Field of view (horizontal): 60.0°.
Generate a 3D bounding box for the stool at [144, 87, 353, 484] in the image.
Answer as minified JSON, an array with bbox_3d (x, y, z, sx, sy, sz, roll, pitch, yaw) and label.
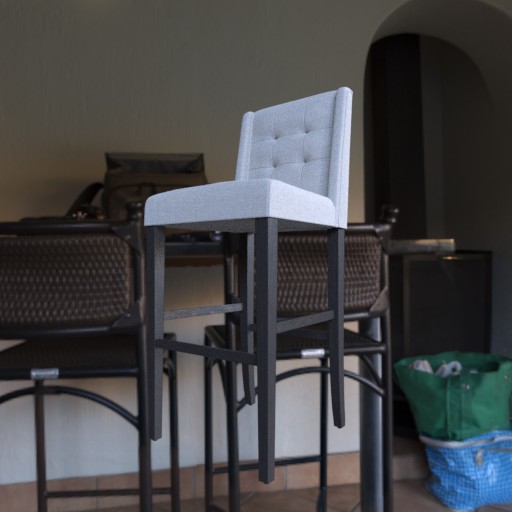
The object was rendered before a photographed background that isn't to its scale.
[{"bbox_3d":[0.000,0.000,1.399,0.474,1.116,0.509,0,-1,38],"label":"stool"}]
